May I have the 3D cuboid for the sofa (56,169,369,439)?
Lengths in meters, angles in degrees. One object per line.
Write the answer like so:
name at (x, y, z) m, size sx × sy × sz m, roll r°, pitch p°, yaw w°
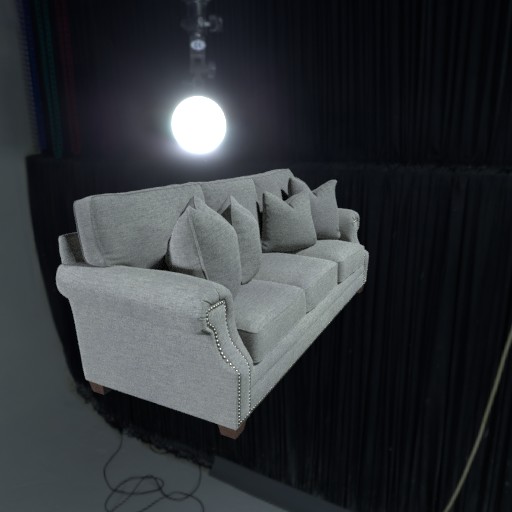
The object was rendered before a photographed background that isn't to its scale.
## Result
sofa at (0.000, 0.000, 2.812) m, size 0.965 × 0.975 × 2.312 m, roll 8°, pitch 17°, yaw 26°
